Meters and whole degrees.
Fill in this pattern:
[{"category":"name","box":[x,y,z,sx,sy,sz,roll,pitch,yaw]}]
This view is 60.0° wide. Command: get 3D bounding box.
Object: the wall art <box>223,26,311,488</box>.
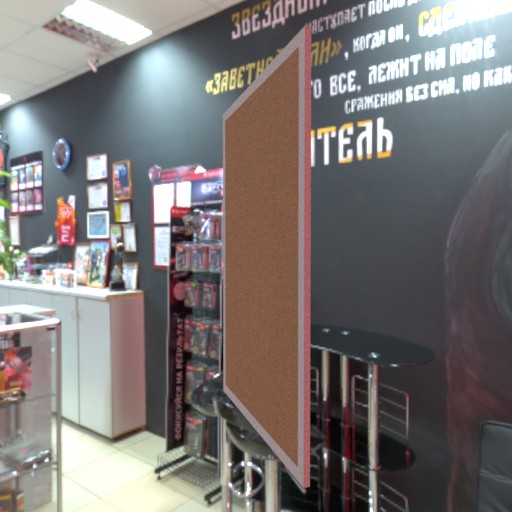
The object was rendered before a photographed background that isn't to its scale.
[{"category":"wall art","box":[0.000,0.000,1.240,0.015,0.965,0.660,-1,2,-19]}]
